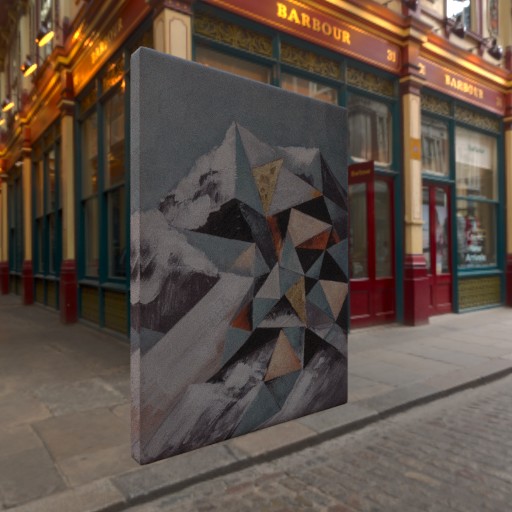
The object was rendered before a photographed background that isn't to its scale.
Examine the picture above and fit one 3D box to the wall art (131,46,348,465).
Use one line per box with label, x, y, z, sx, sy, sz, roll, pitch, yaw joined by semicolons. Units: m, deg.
wall art;0.000;0.000;0.798;0.455;0.613;0.037;0;0;-38
